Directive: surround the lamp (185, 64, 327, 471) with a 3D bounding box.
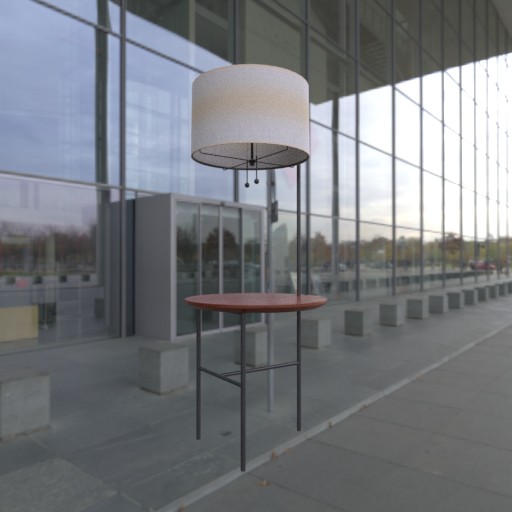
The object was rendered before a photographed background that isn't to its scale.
[{"bbox_3d":[0.000,0.000,1.807,0.573,1.517,0.573,0,-1,0],"label":"lamp"}]
